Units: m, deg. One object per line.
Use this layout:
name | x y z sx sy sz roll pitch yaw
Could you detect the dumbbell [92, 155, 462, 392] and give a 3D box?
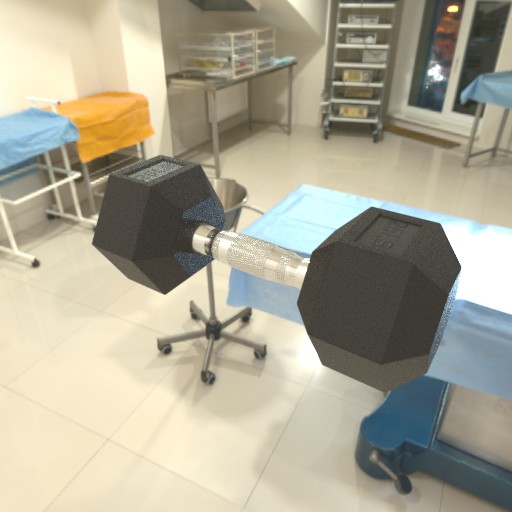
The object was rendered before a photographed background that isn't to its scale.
dumbbell | 0.000 0.000 0.383 0.315 0.113 0.129 19 36 28
